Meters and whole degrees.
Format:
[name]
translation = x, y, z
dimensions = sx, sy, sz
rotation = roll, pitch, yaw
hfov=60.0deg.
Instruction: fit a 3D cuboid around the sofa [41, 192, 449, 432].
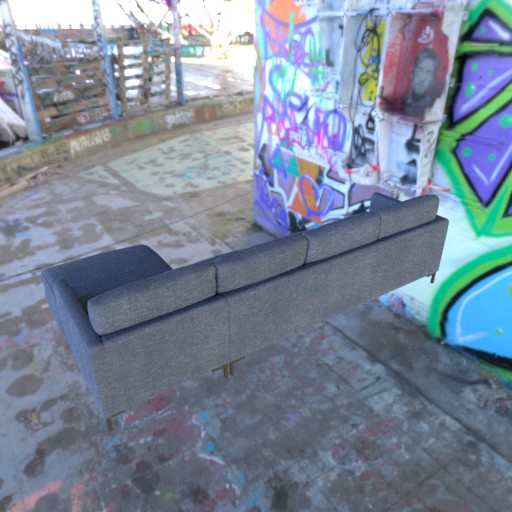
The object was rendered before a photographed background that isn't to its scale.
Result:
[sofa]
translation = 0.000, 0.000, 3.455
dimensions = 2.932, 0.810, 1.350
rotation = -18, 33, -29
